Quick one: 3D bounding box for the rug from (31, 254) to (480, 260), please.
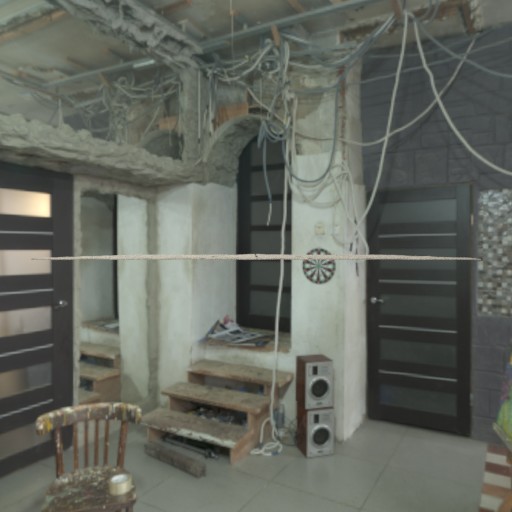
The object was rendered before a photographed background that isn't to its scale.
[{"bbox_3d":[0.000,0.000,4.210,3.061,0.022,2.468,0,1,0],"label":"rug"}]
